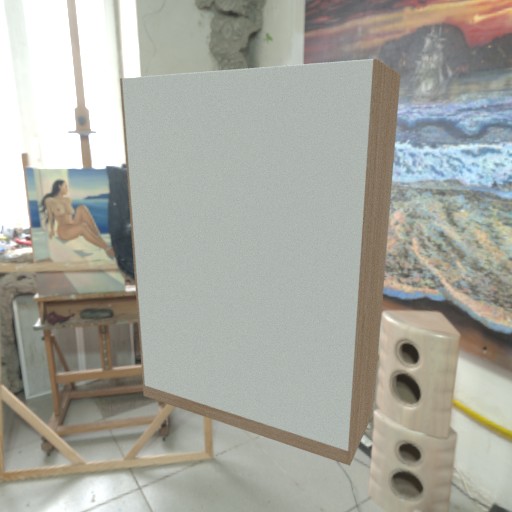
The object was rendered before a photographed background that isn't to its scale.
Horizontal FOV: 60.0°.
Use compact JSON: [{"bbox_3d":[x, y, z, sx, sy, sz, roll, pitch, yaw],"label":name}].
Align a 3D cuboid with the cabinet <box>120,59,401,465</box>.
[{"bbox_3d":[0.000,0.000,2.803,1.500,2.120,0.590,8,17,26],"label":"cabinet"}]
